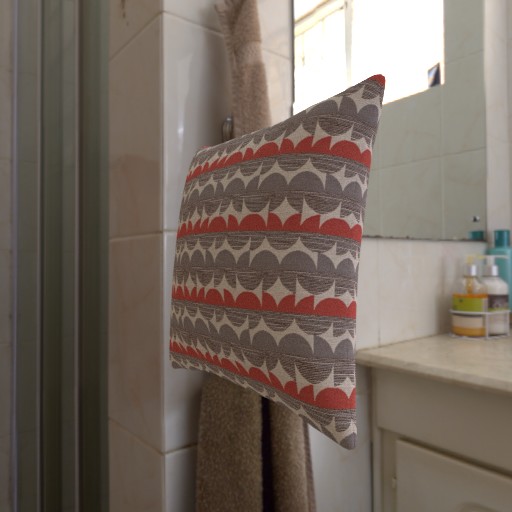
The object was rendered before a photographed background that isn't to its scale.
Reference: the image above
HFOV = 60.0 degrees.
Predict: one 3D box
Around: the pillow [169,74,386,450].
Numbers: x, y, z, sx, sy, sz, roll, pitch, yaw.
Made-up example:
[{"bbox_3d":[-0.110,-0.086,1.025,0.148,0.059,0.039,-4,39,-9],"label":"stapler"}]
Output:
[{"bbox_3d":[0.000,0.000,0.648,0.180,0.410,0.420,1,-1,-37],"label":"pillow"}]
